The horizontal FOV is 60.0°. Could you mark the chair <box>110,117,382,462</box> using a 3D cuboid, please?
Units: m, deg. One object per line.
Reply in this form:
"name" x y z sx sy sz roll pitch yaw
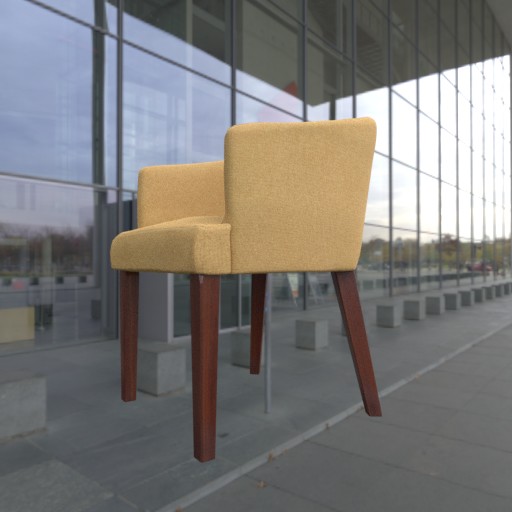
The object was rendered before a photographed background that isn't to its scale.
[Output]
"chair" 0.000 0.000 1.229 0.655 0.811 0.583 1 -1 -35
